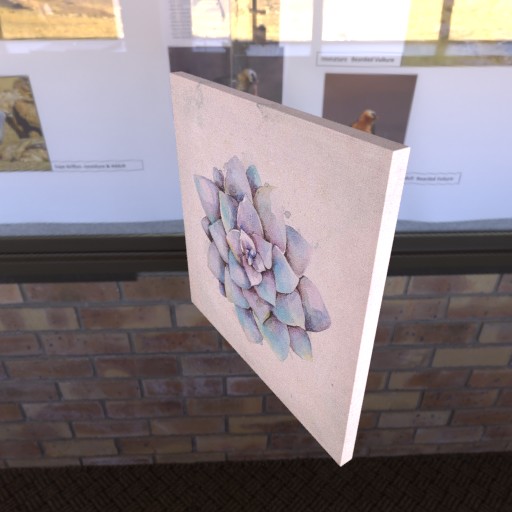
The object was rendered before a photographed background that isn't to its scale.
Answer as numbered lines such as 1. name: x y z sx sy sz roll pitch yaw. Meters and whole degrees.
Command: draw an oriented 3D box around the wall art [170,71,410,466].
1. wall art: 0.000 0.000 1.115 0.038 0.762 0.762 -20 37 -28
